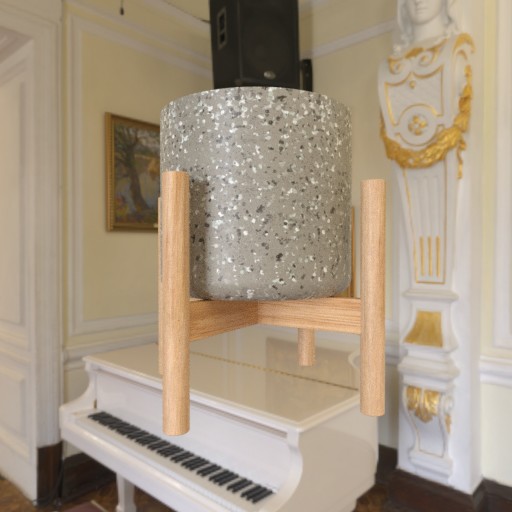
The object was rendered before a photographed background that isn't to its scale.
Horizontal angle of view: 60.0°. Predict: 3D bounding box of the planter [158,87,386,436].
[{"bbox_3d":[0.000,0.000,0.528,0.284,0.320,0.284,-1,1,-36],"label":"planter"}]
